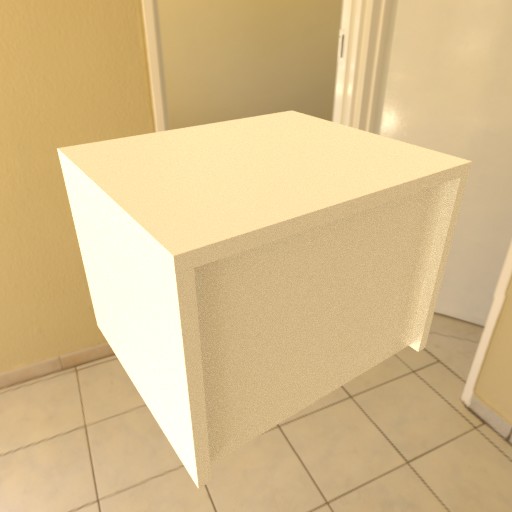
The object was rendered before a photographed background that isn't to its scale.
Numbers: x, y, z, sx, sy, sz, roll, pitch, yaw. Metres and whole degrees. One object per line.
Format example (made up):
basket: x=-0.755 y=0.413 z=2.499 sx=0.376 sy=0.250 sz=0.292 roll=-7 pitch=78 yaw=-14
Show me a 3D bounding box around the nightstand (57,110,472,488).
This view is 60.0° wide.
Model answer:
nightstand: x=0.000 y=0.000 z=0.750 sx=0.470 sy=0.351 sz=0.408 roll=-19 pitch=35 yaw=-30
